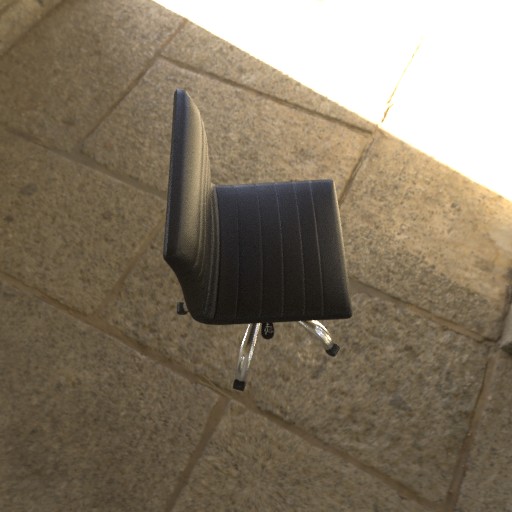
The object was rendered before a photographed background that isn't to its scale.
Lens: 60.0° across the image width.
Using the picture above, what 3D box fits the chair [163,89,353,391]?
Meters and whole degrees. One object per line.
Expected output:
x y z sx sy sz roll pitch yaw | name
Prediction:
0.000 0.000 1.159 0.530 0.780 0.556 -2 63 -1 | chair
